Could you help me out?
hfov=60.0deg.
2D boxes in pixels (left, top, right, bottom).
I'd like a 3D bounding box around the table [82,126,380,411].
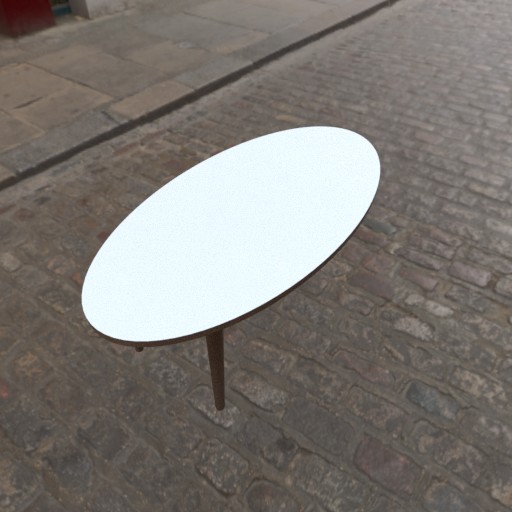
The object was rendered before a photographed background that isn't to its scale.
[{"bbox_3d":[0.000,0.000,1.351,0.542,0.390,1.083,27,49,26],"label":"table"}]
